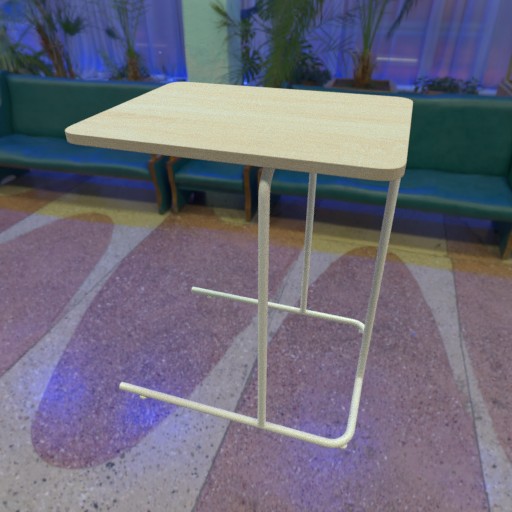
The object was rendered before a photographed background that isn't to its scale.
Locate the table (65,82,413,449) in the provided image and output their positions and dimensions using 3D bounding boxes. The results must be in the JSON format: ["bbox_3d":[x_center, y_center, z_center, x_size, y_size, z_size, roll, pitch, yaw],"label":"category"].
[{"bbox_3d":[0.000,0.000,0.866,0.480,0.550,0.370,10,34,15],"label":"table"}]
